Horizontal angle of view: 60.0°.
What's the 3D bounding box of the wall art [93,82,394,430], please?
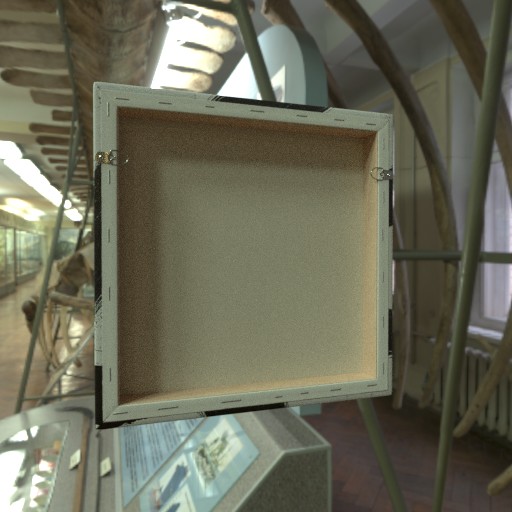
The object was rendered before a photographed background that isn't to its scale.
[{"bbox_3d":[0.000,0.000,0.741,0.507,0.508,0.050,0,1,-18],"label":"wall art"}]
